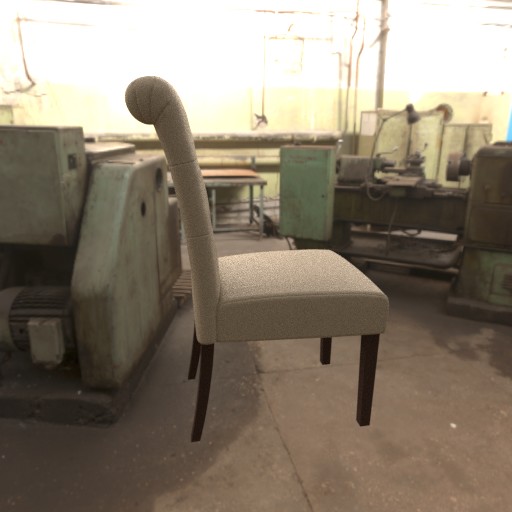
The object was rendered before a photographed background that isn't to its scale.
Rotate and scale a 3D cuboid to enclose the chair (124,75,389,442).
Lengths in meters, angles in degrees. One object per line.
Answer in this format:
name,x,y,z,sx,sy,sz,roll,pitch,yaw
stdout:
chair,0.000,0.000,1.358,0.671,1.006,0.456,-3,17,-10
